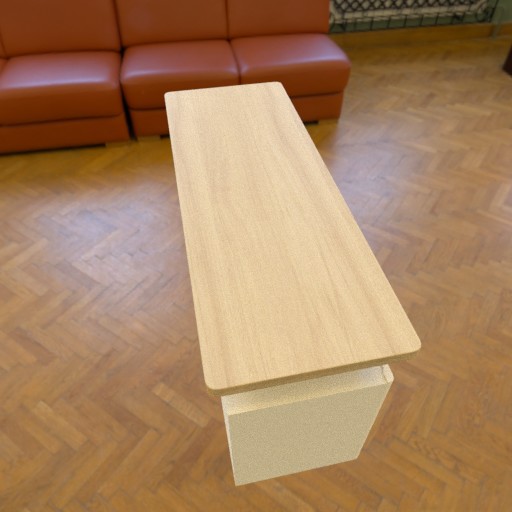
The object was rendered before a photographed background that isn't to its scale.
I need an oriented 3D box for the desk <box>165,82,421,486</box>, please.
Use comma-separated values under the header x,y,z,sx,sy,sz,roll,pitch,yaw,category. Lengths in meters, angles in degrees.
x,y,z,sx,sy,sz,roll,pitch,yaw,category
0.000,0.000,1.846,0.550,0.755,1.500,-9,47,-8,desk
